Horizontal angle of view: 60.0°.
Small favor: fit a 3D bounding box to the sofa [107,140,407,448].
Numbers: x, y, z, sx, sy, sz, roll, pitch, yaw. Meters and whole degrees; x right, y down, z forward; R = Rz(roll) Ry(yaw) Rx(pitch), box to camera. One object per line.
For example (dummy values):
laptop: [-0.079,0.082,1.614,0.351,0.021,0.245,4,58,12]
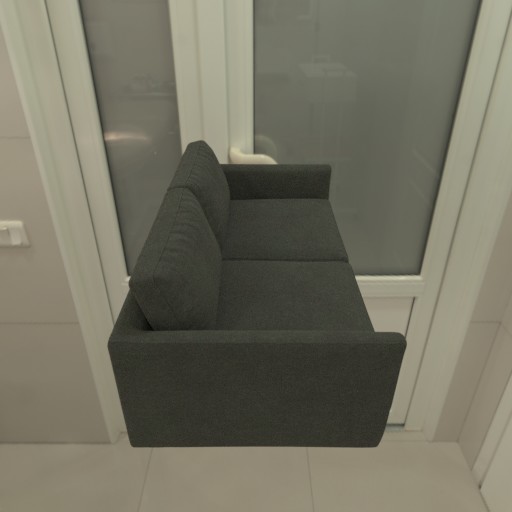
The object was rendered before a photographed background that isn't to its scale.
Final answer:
sofa: [0.000,0.000,2.504,1.091,0.845,1.909,0,31,0]
